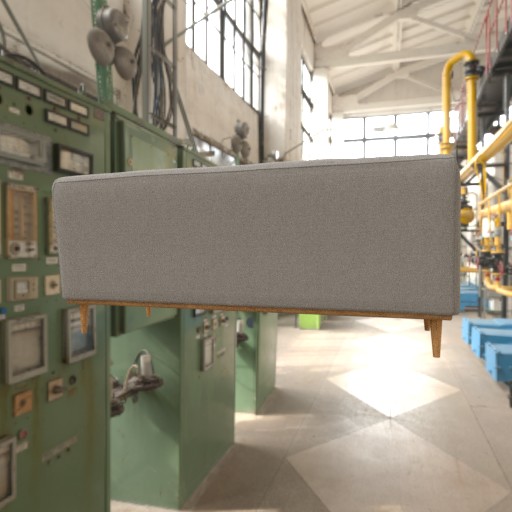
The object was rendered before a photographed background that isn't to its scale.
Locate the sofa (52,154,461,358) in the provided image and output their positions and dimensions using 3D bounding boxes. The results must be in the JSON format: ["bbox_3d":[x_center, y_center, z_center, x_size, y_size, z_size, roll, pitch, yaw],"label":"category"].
[{"bbox_3d":[0.000,0.000,2.514,2.057,0.871,0.978,0,1,18],"label":"sofa"}]
